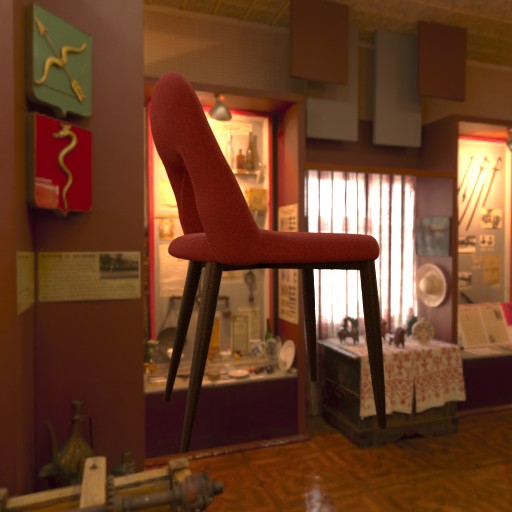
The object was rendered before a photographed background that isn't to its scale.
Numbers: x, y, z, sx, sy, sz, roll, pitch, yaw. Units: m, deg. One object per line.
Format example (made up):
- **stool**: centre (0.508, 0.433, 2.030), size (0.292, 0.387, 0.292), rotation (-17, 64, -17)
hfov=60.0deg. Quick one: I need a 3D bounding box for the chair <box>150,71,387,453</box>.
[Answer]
- **chair**: centre (0.000, 0.000, 1.241), size (0.569, 0.892, 0.483), rotation (0, 1, -17)
